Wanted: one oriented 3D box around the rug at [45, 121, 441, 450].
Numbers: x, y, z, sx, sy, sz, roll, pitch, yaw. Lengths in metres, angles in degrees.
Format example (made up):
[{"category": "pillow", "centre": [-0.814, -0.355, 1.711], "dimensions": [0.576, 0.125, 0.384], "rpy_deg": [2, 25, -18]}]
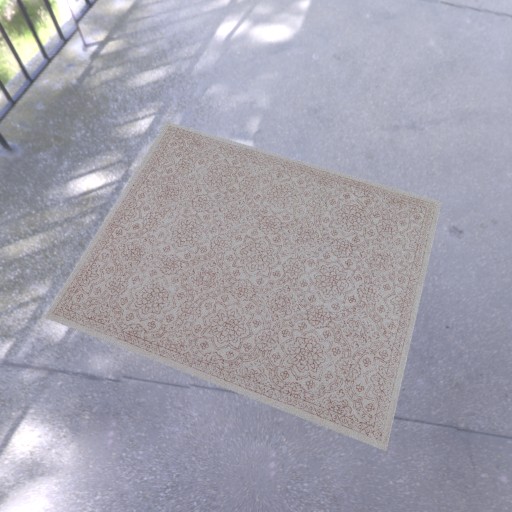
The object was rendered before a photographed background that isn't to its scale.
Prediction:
[{"category": "rug", "centre": [0.000, 0.000, 4.161], "dimensions": [3.050, 0.015, 2.441], "rpy_deg": [19, 64, 9]}]
